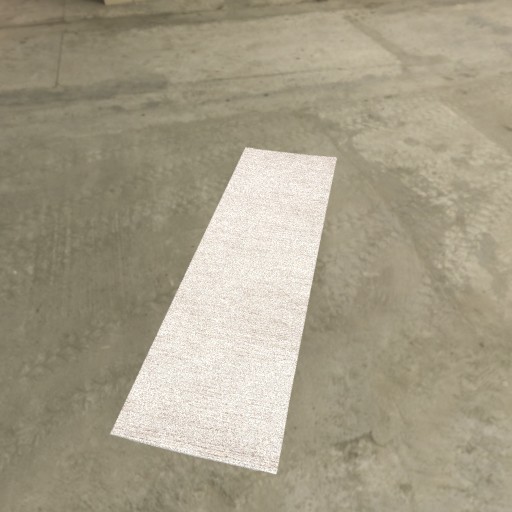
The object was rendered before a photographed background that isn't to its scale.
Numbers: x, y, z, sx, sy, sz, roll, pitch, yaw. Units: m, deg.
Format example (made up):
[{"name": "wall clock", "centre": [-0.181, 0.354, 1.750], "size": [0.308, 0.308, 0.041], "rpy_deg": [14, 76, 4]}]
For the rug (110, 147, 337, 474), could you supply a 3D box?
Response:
[{"name": "rug", "centre": [0.000, 0.000, 2.603], "size": [0.712, 0.013, 2.346], "rpy_deg": [9, 46, 9]}]
